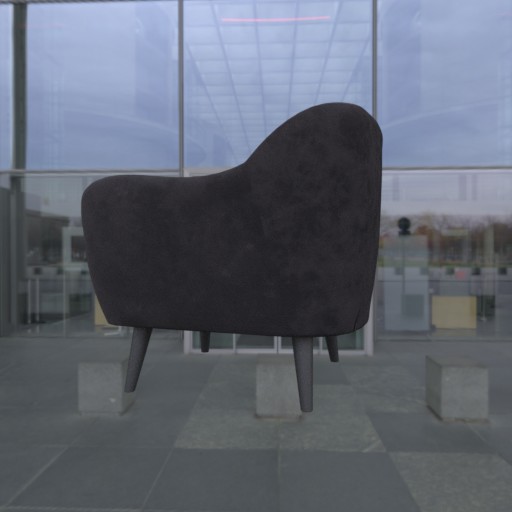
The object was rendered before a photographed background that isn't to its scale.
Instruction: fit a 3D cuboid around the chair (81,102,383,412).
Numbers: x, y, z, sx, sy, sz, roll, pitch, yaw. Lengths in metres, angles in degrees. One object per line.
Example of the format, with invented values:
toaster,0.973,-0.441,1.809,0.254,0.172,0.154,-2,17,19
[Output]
chair,0.000,0.000,1.494,0.819,0.807,0.840,0,1,18
